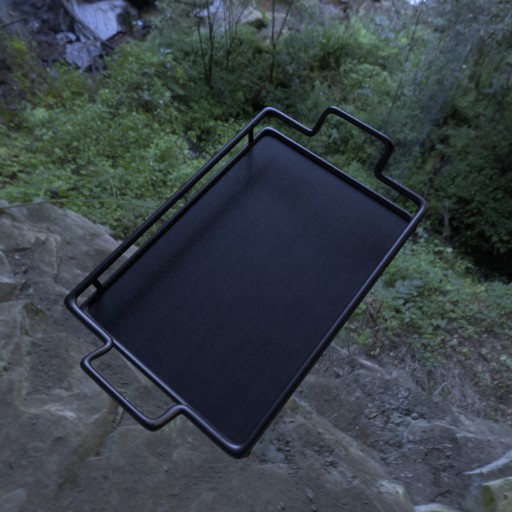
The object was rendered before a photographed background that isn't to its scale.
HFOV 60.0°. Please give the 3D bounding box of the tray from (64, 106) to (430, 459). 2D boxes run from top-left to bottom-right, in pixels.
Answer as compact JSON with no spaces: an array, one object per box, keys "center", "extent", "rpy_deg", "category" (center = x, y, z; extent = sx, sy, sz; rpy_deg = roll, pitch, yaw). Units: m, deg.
[{"center":[0.000,0.000,0.602],"extent":[0.297,0.101,0.495],"rpy_deg":[36,70,16],"category":"tray"}]
